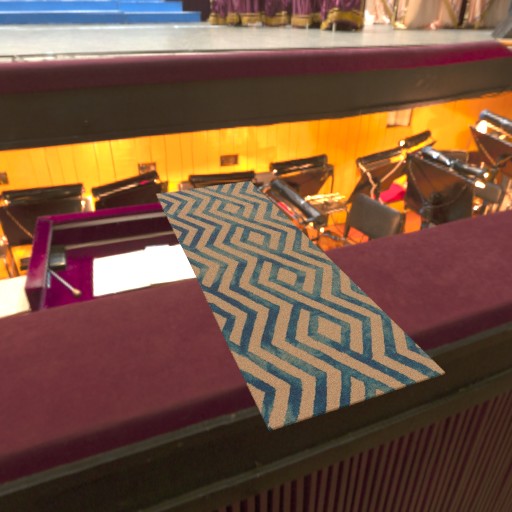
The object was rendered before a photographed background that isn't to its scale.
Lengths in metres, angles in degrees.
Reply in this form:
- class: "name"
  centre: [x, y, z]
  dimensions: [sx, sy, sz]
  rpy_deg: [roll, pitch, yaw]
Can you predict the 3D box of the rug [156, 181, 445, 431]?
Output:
- class: "rug"
  centre: [0.000, 0.000, 1.689]
  dimensions: [0.503, 0.007, 1.492]
  rpy_deg: [-11, 32, -18]
